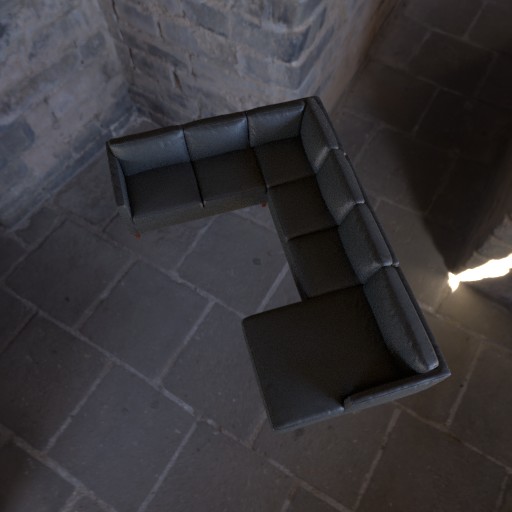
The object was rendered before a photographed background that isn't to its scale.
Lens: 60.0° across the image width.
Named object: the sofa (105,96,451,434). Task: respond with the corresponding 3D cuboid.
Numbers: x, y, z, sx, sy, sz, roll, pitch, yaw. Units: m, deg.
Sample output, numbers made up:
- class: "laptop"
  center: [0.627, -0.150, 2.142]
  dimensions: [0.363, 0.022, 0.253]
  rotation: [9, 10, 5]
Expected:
- class: "sofa"
  center: [0.000, 0.000, 4.646]
  dimensions: [2.593, 0.923, 3.460]
  rotation: [-15, 65, -7]
